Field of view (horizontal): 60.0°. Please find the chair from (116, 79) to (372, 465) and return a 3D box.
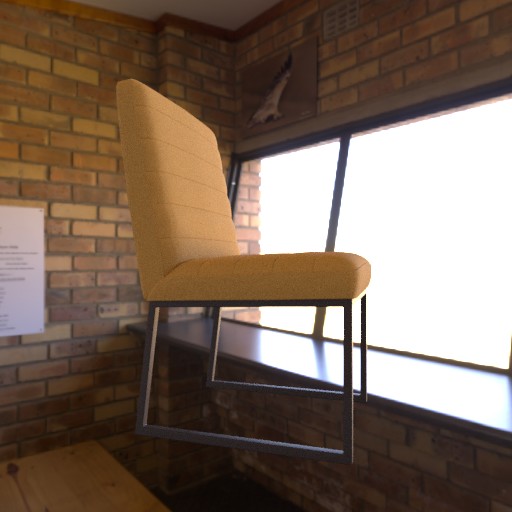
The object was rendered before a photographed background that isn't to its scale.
[{"bbox_3d":[0.000,0.000,1.295,0.634,0.930,0.520,0,0,18],"label":"chair"}]
